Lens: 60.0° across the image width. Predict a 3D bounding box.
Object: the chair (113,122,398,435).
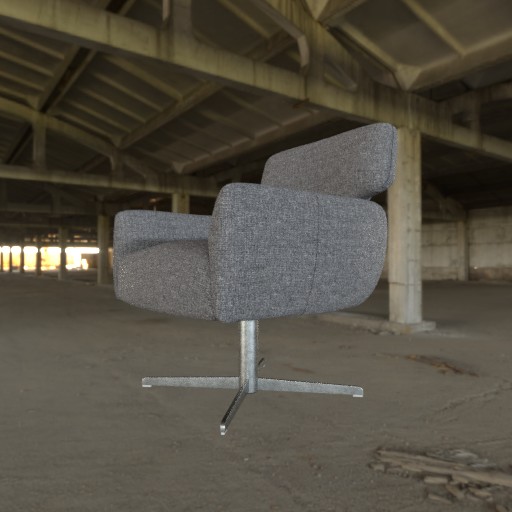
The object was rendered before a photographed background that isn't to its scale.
[{"bbox_3d":[0.000,0.000,1.350,0.715,0.812,0.706,0,-1,-36],"label":"chair"}]
